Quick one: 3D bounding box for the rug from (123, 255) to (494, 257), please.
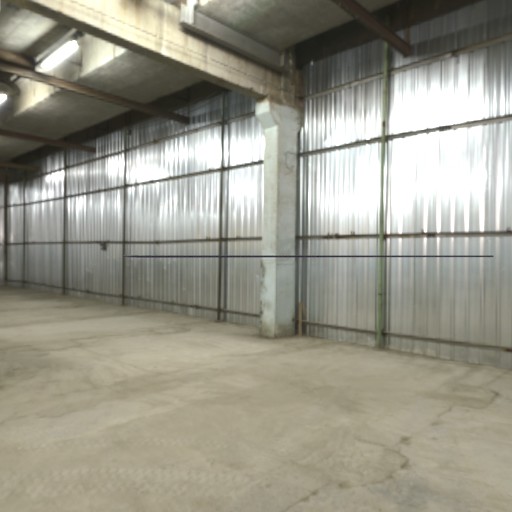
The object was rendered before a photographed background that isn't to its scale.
[{"bbox_3d":[0.000,0.000,2.866,1.630,0.009,2.232,0,0,-17],"label":"rug"}]
